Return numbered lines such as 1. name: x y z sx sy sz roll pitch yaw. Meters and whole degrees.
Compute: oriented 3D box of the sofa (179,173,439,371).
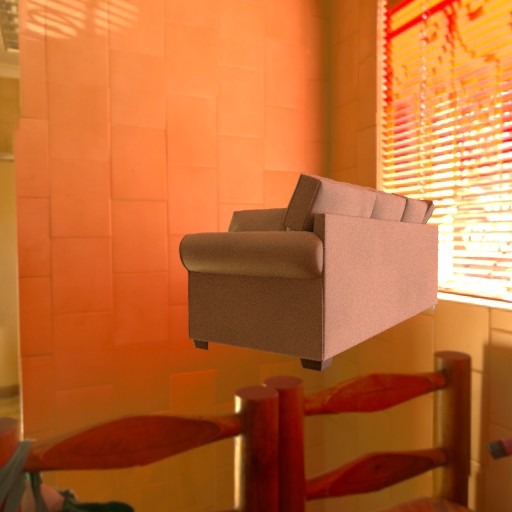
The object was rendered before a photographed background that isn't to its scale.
1. sofa: 0.000 0.000 3.890 2.487 1.053 2.562 1 3 35
